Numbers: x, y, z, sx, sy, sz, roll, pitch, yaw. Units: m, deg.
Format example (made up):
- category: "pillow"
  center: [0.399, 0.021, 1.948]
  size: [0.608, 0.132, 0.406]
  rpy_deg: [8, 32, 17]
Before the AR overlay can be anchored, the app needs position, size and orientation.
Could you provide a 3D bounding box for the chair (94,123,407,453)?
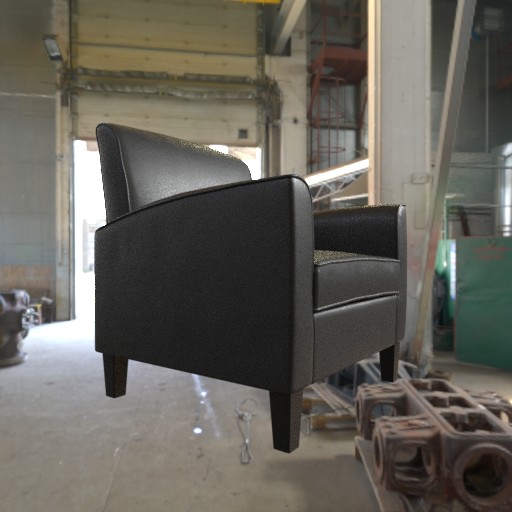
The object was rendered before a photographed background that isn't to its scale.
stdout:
- category: "chair"
  center: [0.000, 0.000, 1.551]
  size: [0.819, 0.916, 0.820]
  rpy_deg: [0, 0, 36]
